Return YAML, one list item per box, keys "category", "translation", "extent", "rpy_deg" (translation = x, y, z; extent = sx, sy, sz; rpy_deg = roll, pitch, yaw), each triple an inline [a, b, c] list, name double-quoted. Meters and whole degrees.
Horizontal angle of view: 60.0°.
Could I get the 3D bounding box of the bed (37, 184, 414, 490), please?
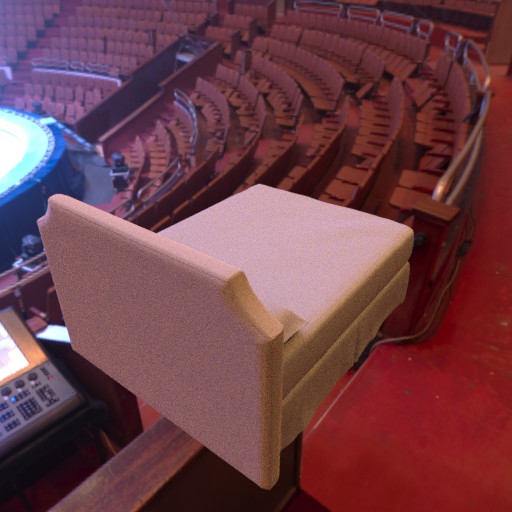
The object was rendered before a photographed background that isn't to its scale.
- category: "bed"
  translation: [0.000, 0.000, 3.226]
  extent: [1.828, 1.297, 2.164]
  rpy_deg: [22, 37, 31]
